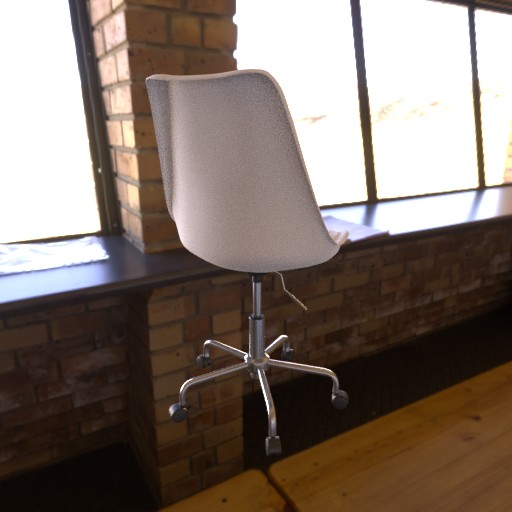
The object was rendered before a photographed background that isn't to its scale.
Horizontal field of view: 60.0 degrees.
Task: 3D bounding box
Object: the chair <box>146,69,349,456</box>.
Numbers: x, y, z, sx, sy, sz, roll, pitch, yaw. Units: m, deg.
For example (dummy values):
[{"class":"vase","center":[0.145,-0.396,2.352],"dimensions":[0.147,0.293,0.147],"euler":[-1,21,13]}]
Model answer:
[{"class":"chair","center":[0.000,0.000,1.261],"dimensions":[0.550,0.930,0.550],"euler":[9,19,27]}]
